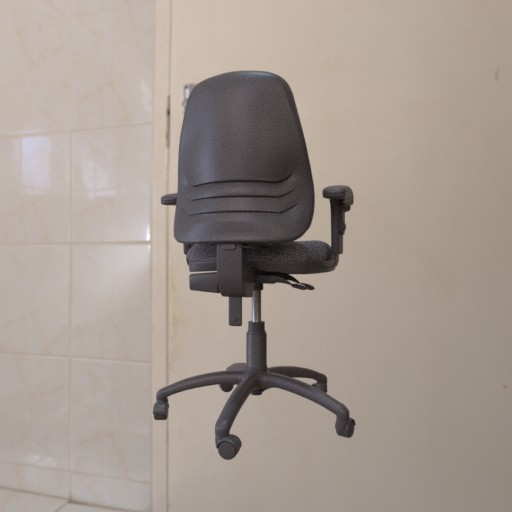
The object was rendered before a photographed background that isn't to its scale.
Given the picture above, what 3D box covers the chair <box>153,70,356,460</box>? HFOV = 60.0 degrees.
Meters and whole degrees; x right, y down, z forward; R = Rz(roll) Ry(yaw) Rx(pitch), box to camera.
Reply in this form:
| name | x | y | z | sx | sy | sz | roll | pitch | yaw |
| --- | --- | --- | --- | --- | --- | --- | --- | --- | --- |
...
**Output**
| name | x | y | z | sx | sy | sz | roll | pitch | yaw |
| --- | --- | --- | --- | --- | --- | --- | --- | --- | --- |
| chair | 0.000 | 0.000 | 1.241 | 0.550 | 0.910 | 0.530 | 0 | 0 | 17 |
